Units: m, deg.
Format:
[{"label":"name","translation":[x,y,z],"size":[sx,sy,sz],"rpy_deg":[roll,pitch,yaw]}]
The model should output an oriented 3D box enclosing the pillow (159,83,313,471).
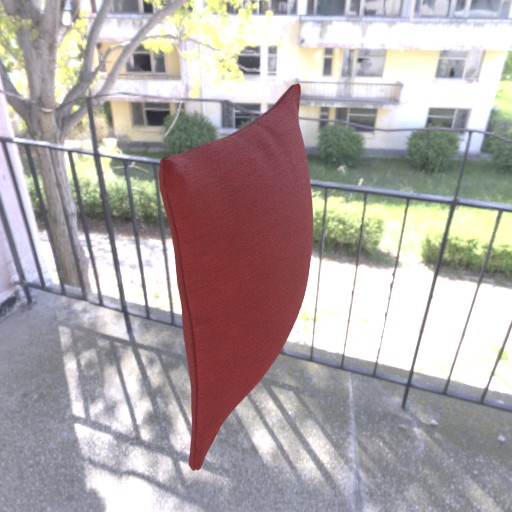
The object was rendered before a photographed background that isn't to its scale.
[{"label":"pillow","translation":[0.000,0.000,0.646],"size":[0.151,0.416,0.435],"rpy_deg":[10,31,17]}]
